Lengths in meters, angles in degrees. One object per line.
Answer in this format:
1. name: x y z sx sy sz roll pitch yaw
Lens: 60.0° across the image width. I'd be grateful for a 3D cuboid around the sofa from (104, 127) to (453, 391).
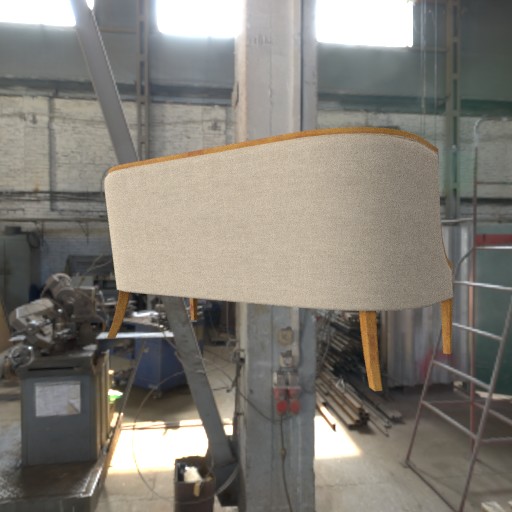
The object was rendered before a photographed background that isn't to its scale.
1. sofa: 0.000 0.000 1.921 1.474 0.775 0.770 1 1 37
